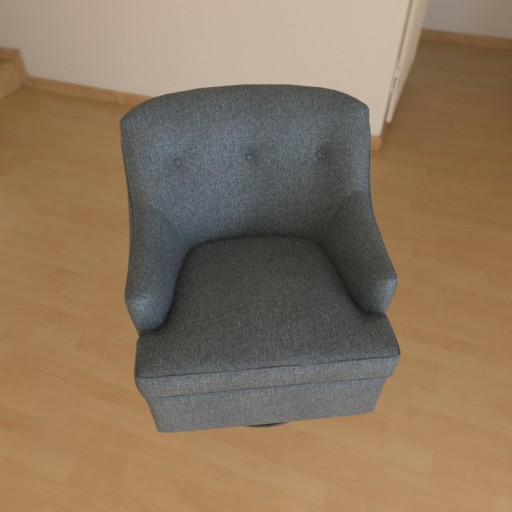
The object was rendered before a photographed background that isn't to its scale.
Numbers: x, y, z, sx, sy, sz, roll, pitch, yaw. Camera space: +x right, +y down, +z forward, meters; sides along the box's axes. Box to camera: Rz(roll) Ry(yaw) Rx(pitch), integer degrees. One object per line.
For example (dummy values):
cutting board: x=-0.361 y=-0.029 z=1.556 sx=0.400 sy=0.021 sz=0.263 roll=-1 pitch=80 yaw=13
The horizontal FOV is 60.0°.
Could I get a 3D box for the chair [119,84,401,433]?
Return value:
chair: x=0.000 y=0.000 z=1.557 sx=0.864 sy=0.856 sz=0.923 roll=-4 pitch=45 yaw=-4
